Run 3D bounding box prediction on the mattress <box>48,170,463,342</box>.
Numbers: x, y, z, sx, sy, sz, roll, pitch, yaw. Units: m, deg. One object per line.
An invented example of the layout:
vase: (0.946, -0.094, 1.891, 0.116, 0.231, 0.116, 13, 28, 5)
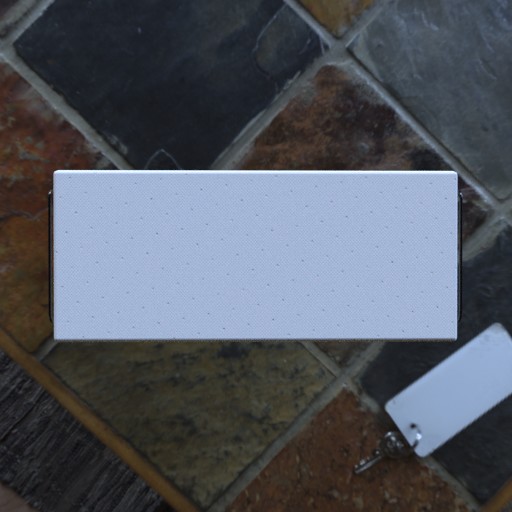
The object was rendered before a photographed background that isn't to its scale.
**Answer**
mattress: (0.000, 0.000, 2.531, 2.153, 0.519, 0.922, 0, 90, -1)
